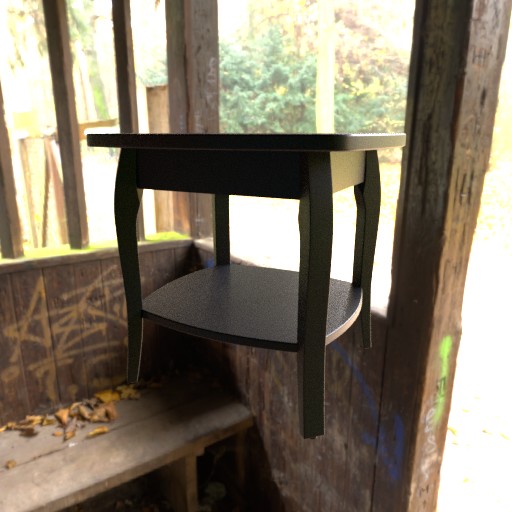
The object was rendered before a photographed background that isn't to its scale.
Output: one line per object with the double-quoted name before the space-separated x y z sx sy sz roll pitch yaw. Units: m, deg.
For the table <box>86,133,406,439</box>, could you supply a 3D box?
"table" 0.000 0.000 0.857 0.508 0.457 0.457 8 17 26
